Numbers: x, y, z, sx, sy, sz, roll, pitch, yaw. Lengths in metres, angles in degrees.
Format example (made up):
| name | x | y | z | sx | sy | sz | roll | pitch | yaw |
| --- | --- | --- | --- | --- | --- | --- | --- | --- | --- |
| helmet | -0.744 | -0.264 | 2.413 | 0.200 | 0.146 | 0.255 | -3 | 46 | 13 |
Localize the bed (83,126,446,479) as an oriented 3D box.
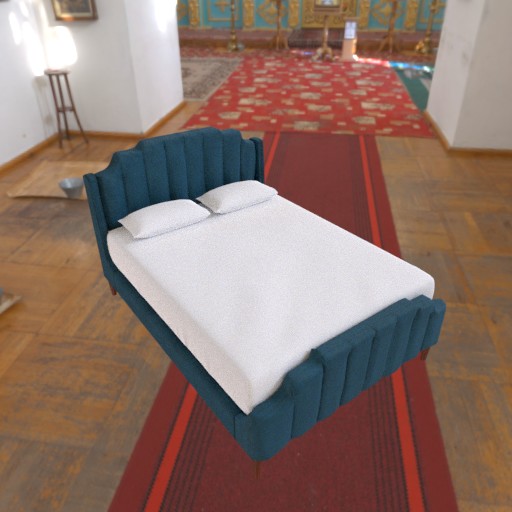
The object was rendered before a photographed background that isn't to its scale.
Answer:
| name | x | y | z | sx | sy | sz | roll | pitch | yaw |
| --- | --- | --- | --- | --- | --- | --- | --- | --- | --- |
| bed | 0.000 | 0.000 | 3.345 | 1.676 | 1.351 | 2.322 | -21 | 38 | -30 |
